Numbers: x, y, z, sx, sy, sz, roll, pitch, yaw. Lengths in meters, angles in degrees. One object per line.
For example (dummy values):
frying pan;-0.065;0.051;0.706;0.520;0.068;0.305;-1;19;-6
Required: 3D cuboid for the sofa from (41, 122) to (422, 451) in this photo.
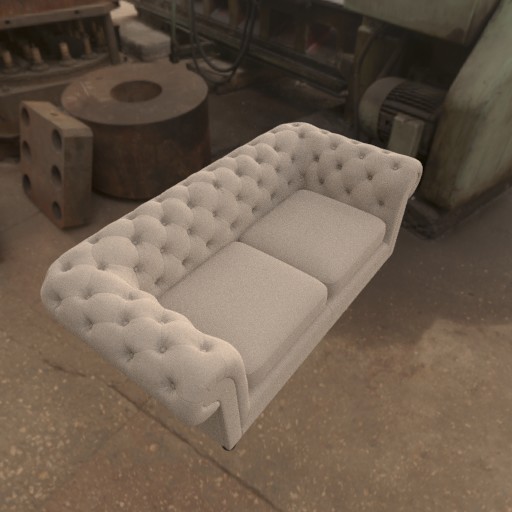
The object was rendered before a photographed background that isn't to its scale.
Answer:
sofa;0.000;0.000;2.410;0.986;0.764;1.998;27;47;27
